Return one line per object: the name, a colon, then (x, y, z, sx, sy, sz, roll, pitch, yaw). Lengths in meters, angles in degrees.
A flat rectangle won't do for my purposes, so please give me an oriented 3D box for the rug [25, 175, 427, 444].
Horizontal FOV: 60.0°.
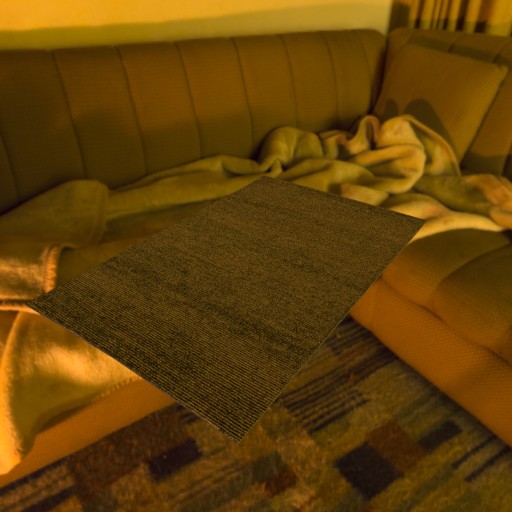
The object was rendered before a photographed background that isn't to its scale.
rug: (0.000, 0.000, 2.211, 1.145, 0.021, 1.777, 21, 38, 30)
